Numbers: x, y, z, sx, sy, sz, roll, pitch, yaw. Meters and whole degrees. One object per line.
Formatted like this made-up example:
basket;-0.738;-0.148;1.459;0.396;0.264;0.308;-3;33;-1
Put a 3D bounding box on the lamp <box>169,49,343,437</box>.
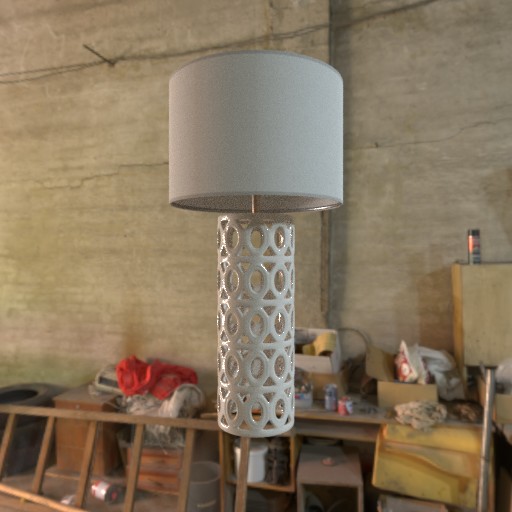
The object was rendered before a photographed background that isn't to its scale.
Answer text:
lamp;0.000;0.000;0.845;0.325;0.636;0.324;0;0;-19
